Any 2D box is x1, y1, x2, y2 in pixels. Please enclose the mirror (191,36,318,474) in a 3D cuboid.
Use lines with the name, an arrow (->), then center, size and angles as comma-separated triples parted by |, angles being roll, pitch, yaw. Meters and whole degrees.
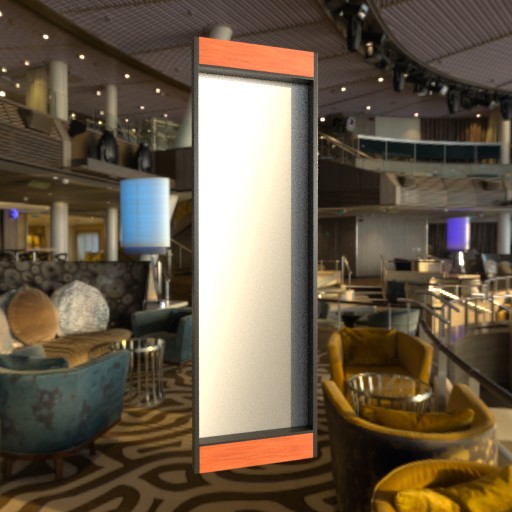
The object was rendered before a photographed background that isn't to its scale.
mirror -> 0.000, 0.000, 1.205 | 0.343, 1.123, 0.047 | 0, 1, -16
